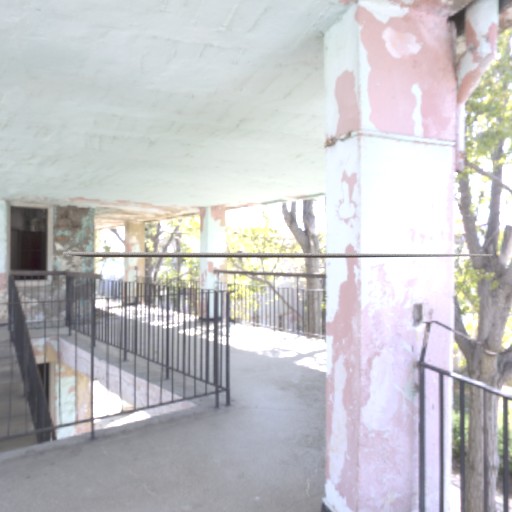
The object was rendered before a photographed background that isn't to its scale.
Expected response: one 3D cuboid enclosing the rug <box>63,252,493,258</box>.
[{"bbox_3d":[0.000,0.000,4.097,3.050,0.015,2.441,0,-1,-18],"label":"rug"}]
